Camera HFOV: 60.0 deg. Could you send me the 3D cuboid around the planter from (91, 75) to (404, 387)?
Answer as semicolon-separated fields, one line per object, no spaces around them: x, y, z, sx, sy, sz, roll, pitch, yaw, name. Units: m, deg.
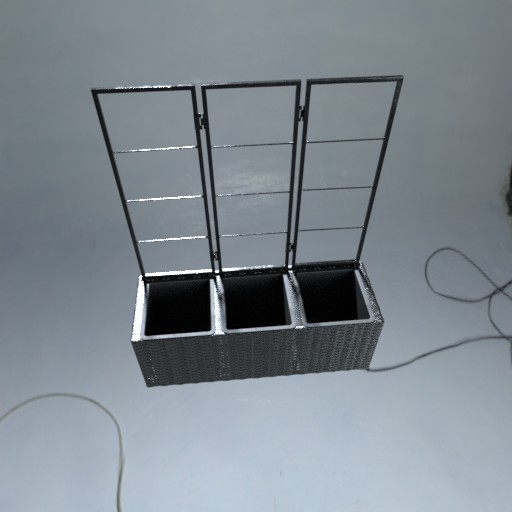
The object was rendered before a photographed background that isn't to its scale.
0.000;0.000;1.167;0.698;0.841;0.244;-4;45;-4;planter
